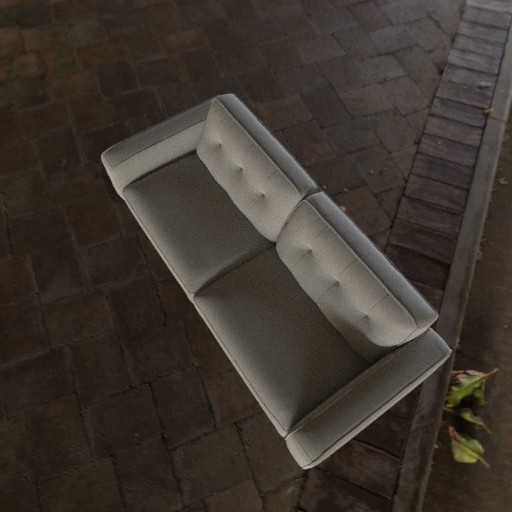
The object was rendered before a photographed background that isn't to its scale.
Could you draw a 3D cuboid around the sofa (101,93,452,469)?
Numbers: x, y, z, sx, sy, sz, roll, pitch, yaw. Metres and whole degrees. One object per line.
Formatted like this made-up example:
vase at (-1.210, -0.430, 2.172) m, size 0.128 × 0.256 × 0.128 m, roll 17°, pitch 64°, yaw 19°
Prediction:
sofa at (0.000, 0.000, 2.737) m, size 0.956 × 0.781 × 2.270 m, roll -32°, pitch 67°, yaw -15°
